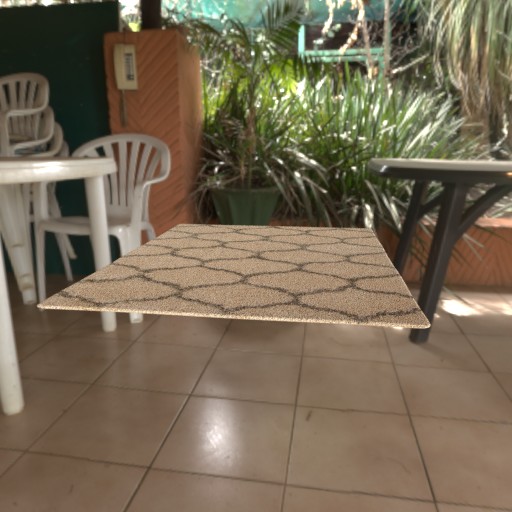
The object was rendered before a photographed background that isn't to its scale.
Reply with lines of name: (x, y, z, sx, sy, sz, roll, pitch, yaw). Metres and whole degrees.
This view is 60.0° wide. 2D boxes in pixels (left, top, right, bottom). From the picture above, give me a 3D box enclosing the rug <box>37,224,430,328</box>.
rug: (0.000, 0.000, 4.071, 2.399, 0.026, 3.000, 2, 14, 8)
